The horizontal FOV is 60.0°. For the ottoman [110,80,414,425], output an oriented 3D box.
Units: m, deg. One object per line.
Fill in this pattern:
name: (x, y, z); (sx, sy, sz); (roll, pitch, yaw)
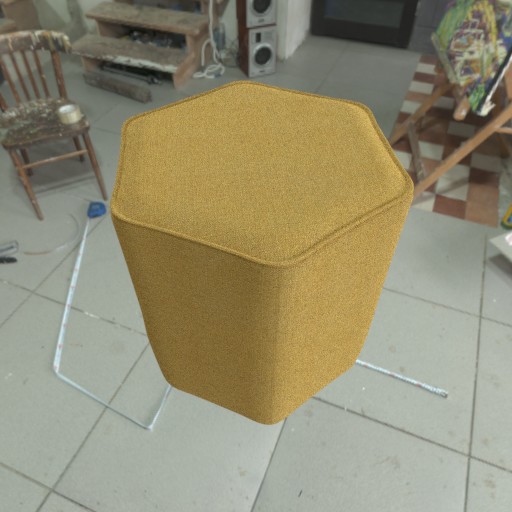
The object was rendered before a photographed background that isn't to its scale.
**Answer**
ottoman: (0.000, 0.000, 0.870); (0.443, 0.502, 0.494); (-5, 47, -5)
